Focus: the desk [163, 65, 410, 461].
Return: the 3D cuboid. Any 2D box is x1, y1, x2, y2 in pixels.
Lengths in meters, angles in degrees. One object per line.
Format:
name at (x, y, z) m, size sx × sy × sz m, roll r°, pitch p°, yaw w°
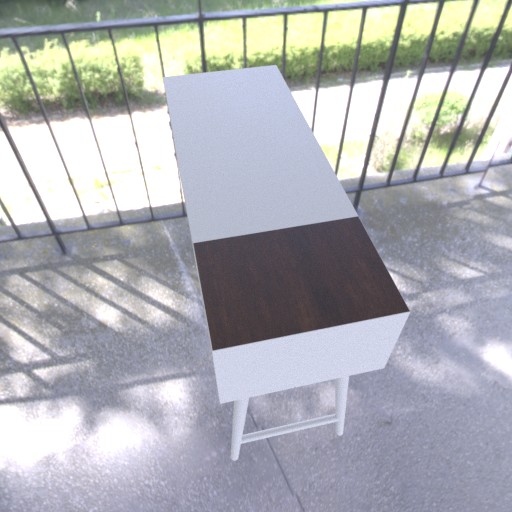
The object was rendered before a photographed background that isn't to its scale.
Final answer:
desk at (0.000, 0.000, 1.482) m, size 0.409 × 0.761 × 1.069 m, roll -10°, pitch 50°, yaw -8°
